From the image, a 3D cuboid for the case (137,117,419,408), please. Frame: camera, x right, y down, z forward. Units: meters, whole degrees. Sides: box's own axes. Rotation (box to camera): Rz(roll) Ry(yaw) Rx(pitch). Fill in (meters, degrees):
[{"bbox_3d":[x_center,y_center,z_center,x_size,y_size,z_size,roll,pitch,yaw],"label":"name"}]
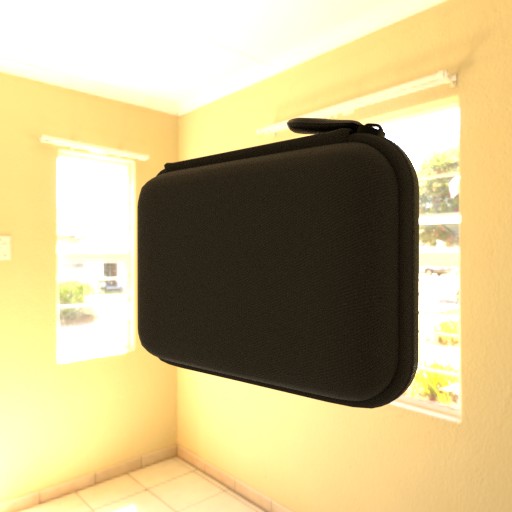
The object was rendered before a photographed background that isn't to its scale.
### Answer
[{"bbox_3d":[0.000,0.000,0.183,0.132,0.105,0.038,0,0,38],"label":"case"}]
